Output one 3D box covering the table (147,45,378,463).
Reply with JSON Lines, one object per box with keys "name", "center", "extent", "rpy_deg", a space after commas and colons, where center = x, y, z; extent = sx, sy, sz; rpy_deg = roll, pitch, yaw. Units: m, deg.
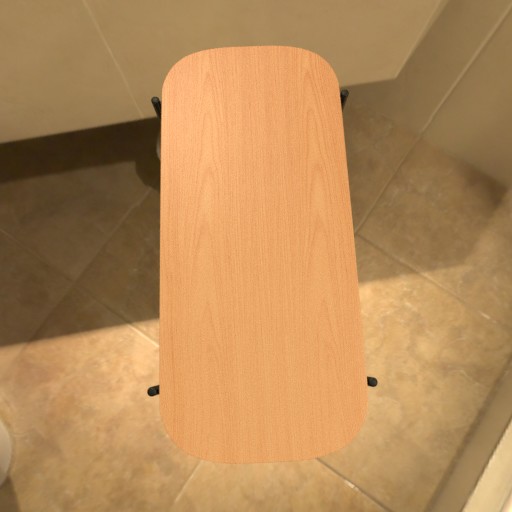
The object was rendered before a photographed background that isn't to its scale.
{"name": "table", "center": [0.000, 0.000, 1.023], "extent": [0.400, 0.400, 0.800], "rpy_deg": [-2, 77, -1]}
